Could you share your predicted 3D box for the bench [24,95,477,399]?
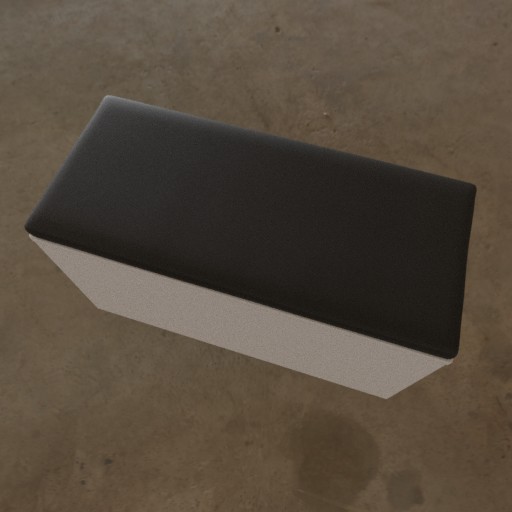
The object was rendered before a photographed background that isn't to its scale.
[{"bbox_3d":[0.000,0.000,1.158,0.899,0.500,0.401,16,65,8],"label":"bench"}]
